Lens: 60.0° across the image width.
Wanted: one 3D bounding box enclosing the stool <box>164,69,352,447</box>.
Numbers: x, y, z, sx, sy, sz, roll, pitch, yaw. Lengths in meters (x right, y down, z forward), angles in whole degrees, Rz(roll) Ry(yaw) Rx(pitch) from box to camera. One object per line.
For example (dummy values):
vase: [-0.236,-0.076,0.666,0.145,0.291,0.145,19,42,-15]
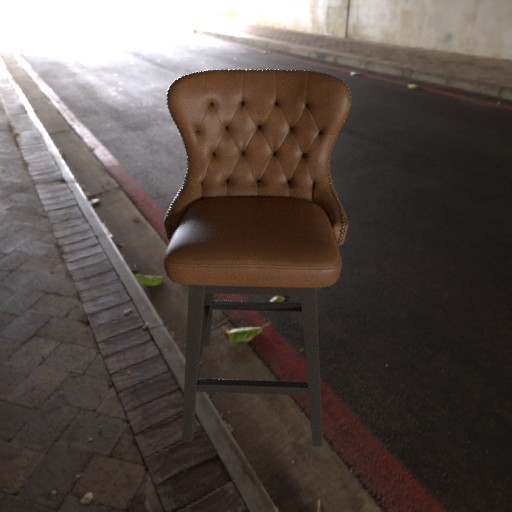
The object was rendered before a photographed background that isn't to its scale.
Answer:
stool: [0.000,0.000,1.338,0.528,0.971,0.593,1,31,2]
